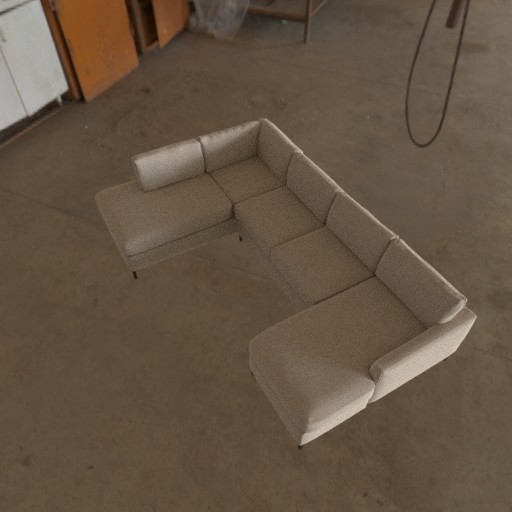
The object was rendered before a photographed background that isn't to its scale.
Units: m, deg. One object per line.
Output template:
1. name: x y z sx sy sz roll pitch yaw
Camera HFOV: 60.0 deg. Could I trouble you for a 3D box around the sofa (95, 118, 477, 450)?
1. sofa: 0.000 0.000 3.830 1.989 0.862 2.984 -23 51 -20
